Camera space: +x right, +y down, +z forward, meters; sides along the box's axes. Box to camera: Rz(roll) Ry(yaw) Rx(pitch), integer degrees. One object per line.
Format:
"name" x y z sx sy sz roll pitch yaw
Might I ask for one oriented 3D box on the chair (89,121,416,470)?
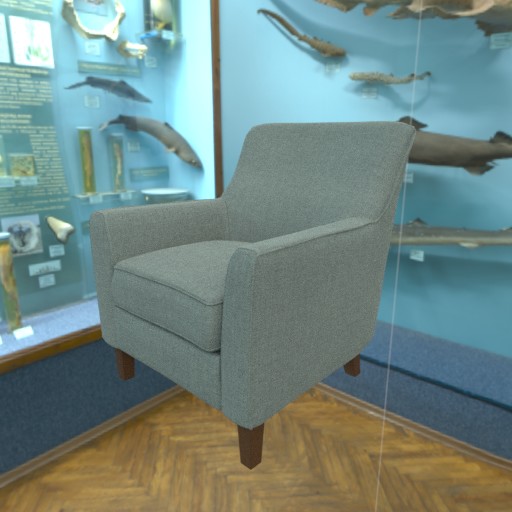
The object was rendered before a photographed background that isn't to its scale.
"chair" 0.000 0.000 1.789 0.887 1.047 0.993 14 21 42
